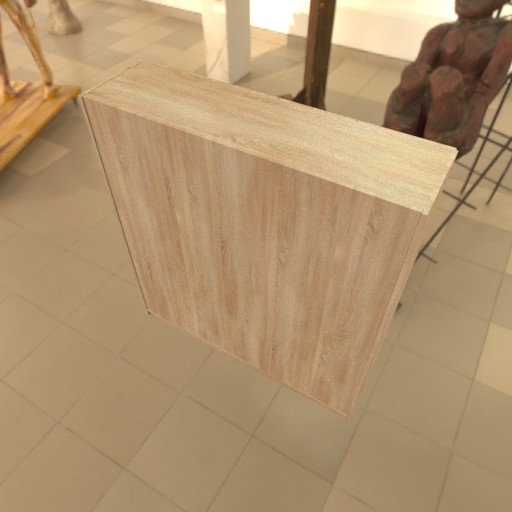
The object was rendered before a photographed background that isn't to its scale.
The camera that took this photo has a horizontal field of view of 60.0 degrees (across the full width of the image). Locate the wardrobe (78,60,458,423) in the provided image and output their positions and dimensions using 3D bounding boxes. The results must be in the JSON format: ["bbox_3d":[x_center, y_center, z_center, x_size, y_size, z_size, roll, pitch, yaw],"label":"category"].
[{"bbox_3d":[0.000,0.000,3.149,1.998,2.159,0.598,23,52,20],"label":"wardrobe"}]
